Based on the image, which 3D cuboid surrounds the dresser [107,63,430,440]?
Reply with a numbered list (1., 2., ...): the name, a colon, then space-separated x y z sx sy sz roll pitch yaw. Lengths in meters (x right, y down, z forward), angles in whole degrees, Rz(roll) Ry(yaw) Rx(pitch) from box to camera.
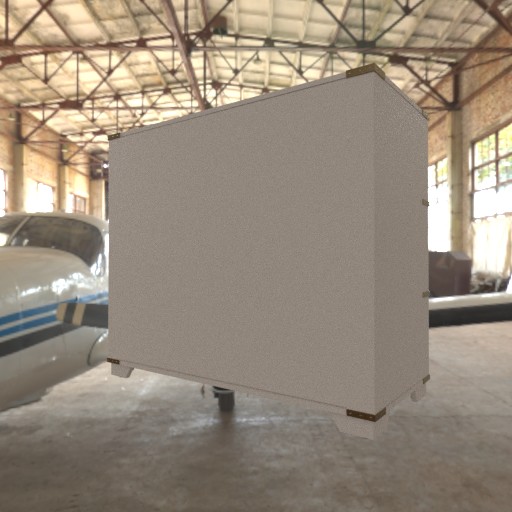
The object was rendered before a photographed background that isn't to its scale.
1. dresser: 0.000 0.000 1.515 1.022 0.891 0.460 0 -1 36
